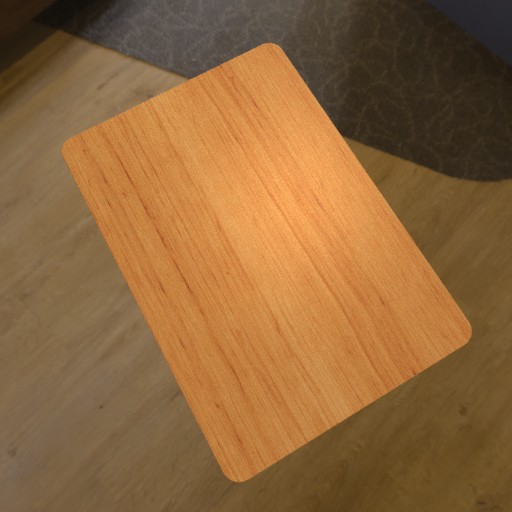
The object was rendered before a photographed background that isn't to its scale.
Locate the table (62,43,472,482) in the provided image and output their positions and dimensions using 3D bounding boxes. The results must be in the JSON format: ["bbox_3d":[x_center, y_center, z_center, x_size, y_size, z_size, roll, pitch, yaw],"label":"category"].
[{"bbox_3d":[0.000,0.000,1.371,0.696,0.445,0.997,-29,78,-7],"label":"table"}]
